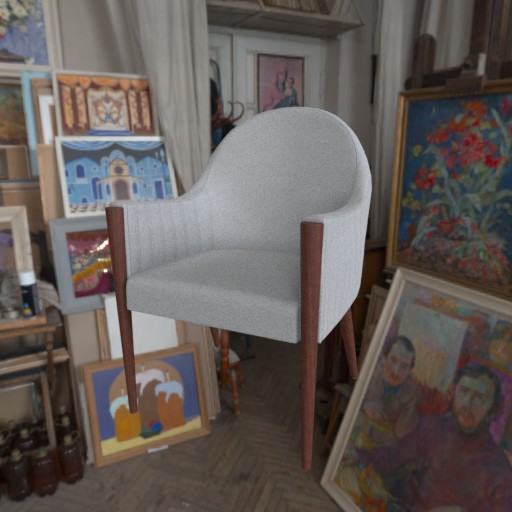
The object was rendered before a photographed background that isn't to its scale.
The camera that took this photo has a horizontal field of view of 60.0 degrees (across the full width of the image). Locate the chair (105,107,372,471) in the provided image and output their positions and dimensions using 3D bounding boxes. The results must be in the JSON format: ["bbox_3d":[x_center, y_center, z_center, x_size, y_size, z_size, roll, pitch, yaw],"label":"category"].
[{"bbox_3d":[0.000,0.000,1.324,0.610,0.889,0.620,7,15,25],"label":"chair"}]
